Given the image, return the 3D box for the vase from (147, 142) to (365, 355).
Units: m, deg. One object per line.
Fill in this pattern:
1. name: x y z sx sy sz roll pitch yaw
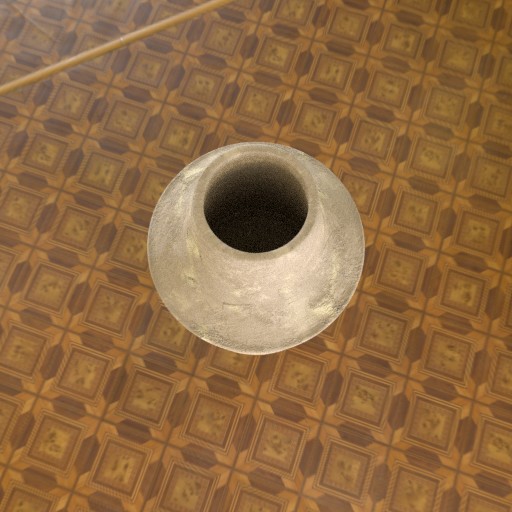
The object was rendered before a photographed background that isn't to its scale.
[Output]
1. vase: 0.000 0.000 0.426 0.184 0.305 0.184 0 77 0
